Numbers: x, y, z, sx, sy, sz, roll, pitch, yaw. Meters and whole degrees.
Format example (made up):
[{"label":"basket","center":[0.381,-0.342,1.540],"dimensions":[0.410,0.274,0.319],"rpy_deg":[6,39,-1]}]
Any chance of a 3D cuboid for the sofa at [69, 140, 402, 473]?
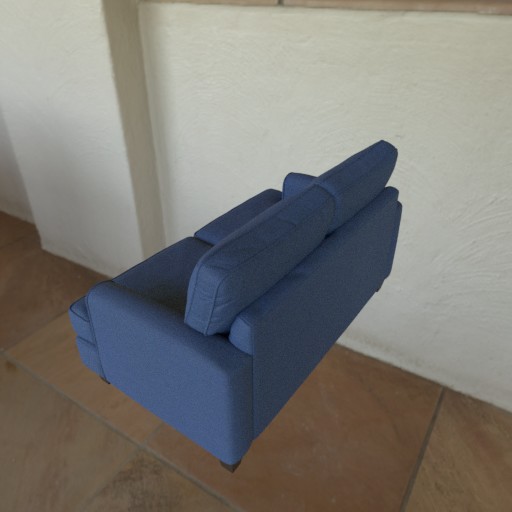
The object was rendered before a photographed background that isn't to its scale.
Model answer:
[{"label":"sofa","center":[0.000,0.000,2.272],"dimensions":[0.965,0.965,1.651],"rpy_deg":[21,38,29]}]
